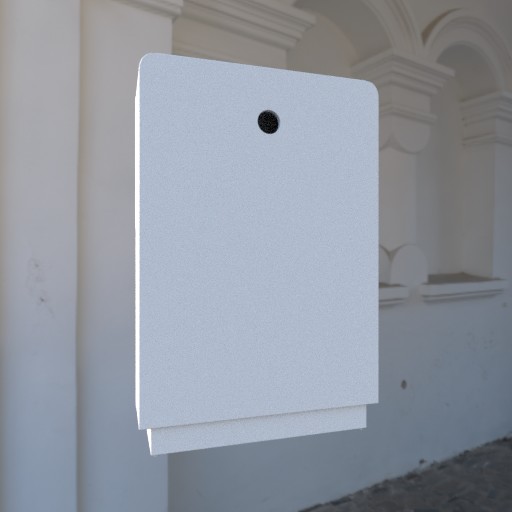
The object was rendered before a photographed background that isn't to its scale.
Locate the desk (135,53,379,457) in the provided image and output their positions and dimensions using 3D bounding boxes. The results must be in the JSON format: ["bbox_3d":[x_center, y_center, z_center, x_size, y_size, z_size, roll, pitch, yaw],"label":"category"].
[{"bbox_3d":[0.000,0.000,1.532,0.795,1.190,0.278,0,0,-17],"label":"desk"}]
